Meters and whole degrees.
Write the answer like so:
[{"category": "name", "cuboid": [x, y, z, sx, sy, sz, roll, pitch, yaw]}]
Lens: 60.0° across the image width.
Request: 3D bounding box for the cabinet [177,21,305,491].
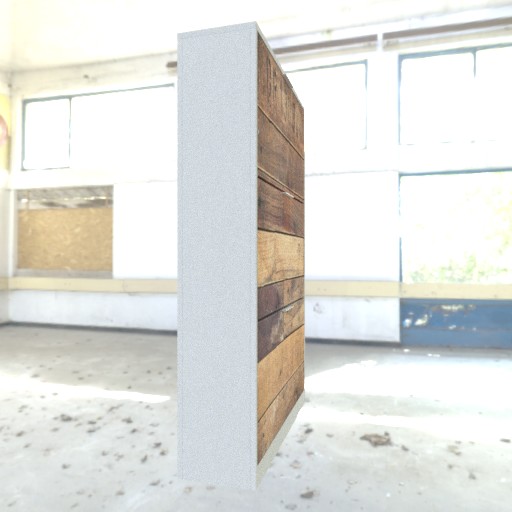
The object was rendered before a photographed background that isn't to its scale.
[{"category": "cabinet", "cuboid": [0.000, 0.000, 1.598, 0.250, 1.280, 0.750, 0, 0, 17]}]
